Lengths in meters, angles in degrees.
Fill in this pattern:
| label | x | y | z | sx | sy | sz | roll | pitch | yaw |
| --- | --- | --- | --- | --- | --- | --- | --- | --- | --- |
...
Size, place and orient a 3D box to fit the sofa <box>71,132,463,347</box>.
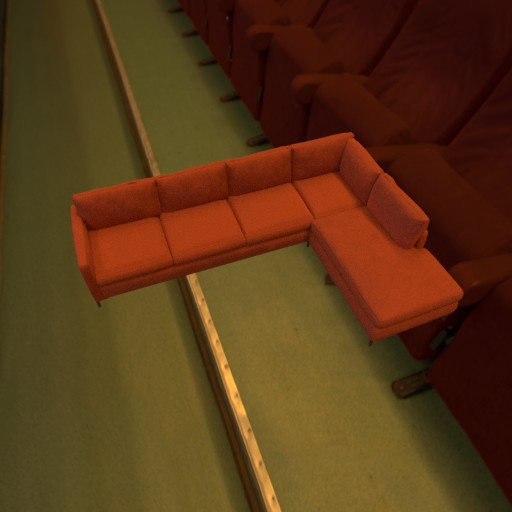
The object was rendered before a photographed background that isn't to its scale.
| label | x | y | z | sx | sy | sz | roll | pitch | yaw |
| --- | --- | --- | --- | --- | --- | --- | --- | --- | --- |
| sofa | 0.000 | 0.000 | 3.642 | 2.736 | 0.757 | 1.879 | -16 | 51 | -13 |
